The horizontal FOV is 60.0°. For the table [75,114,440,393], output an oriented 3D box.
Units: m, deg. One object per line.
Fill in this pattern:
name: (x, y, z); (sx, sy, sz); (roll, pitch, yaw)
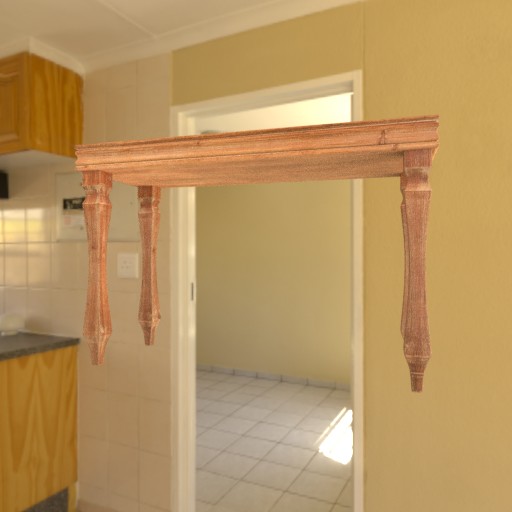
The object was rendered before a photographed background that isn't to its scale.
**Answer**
table: (0.000, 0.000, 1.799); (1.330, 0.873, 0.522); (0, 0, 17)
